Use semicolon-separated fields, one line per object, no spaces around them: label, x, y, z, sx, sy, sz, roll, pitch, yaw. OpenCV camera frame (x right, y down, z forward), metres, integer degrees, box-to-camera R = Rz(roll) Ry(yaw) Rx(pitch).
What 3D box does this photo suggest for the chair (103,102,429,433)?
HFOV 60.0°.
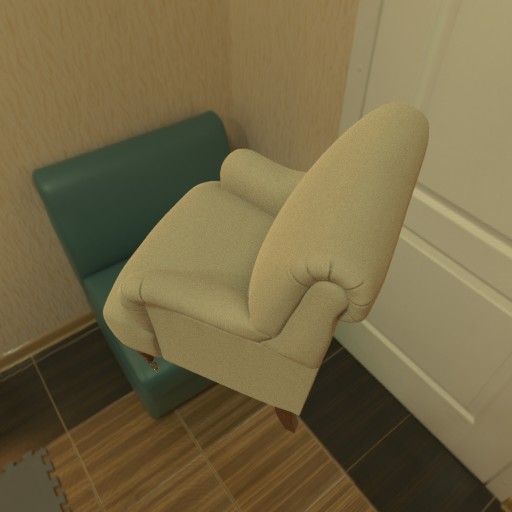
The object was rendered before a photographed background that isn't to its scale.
chair;0.000;0.000;1.502;0.842;0.942;0.766;18;50;16
